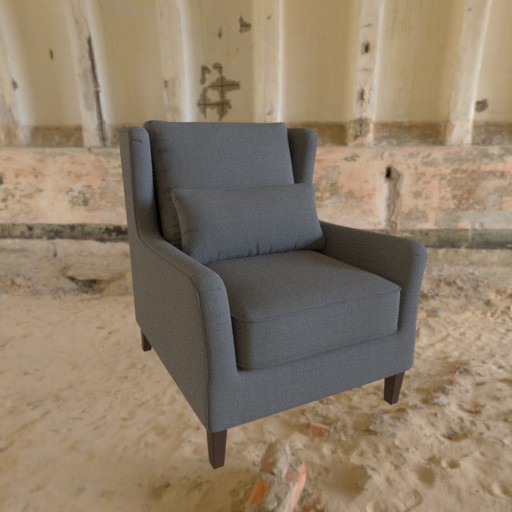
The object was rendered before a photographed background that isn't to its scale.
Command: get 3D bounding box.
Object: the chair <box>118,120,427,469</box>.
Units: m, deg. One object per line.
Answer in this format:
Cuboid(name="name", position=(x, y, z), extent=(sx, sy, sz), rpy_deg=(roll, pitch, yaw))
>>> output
Cuboid(name="chair", position=(0.000, 0.000, 1.783), extent=(0.866, 1.056, 1.040), rpy_deg=(-8, 17, -27))
